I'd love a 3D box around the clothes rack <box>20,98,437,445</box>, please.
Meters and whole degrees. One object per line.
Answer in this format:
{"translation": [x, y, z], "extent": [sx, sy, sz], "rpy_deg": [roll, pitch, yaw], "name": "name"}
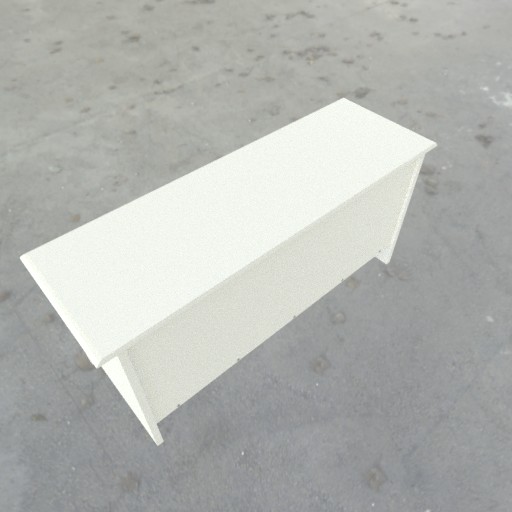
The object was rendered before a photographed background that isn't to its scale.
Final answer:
{"translation": [0.000, 0.000, 1.471], "extent": [1.218, 0.558, 0.405], "rpy_deg": [-33, 55, -27], "name": "clothes rack"}
